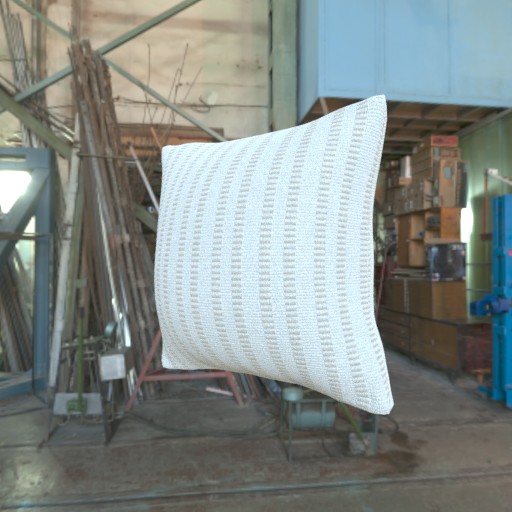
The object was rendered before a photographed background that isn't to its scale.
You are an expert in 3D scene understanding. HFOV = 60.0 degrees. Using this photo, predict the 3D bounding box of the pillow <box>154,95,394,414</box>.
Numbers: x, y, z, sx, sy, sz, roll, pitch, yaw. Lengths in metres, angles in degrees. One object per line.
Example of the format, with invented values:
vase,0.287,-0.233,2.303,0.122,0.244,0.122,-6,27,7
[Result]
pillow,0.000,0.000,0.705,0.438,0.419,0.247,-1,-1,37
